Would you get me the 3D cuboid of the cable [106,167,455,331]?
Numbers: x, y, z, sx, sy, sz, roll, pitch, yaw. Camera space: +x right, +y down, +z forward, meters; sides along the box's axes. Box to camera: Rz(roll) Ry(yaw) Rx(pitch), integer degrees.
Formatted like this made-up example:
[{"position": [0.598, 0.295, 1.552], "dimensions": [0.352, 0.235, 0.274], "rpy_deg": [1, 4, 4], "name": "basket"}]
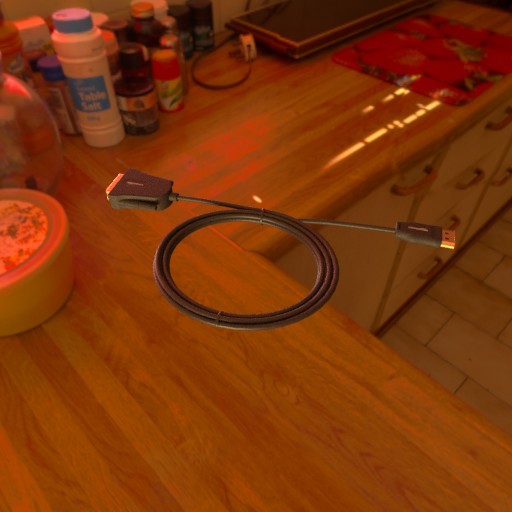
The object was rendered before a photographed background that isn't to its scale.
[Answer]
[{"position": [0.000, 0.000, 0.326], "dimensions": [0.281, 0.015, 0.136], "rpy_deg": [12, 48, 11], "name": "cable"}]
